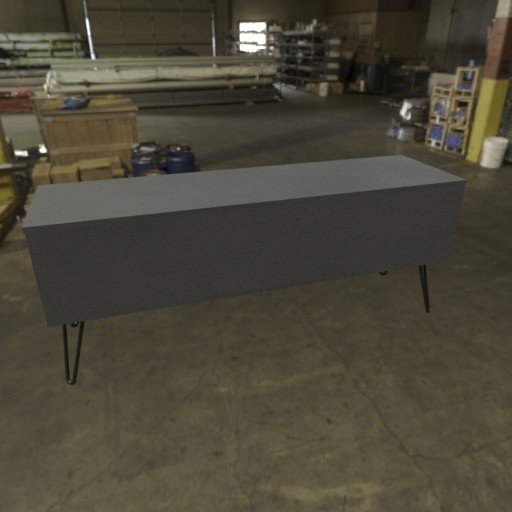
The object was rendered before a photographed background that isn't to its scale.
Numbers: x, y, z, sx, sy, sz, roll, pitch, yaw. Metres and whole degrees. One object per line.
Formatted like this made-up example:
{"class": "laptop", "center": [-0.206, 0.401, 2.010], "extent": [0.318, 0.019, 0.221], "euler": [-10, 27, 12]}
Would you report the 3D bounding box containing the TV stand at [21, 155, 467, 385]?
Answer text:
{"class": "TV stand", "center": [0.000, 0.000, 1.629], "extent": [1.400, 0.560, 0.400], "euler": [-8, 27, -16]}
